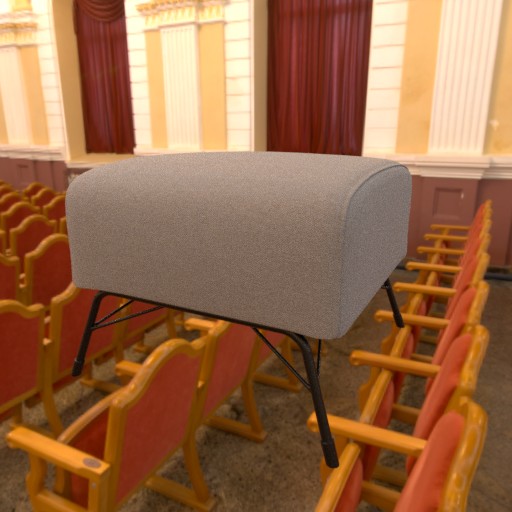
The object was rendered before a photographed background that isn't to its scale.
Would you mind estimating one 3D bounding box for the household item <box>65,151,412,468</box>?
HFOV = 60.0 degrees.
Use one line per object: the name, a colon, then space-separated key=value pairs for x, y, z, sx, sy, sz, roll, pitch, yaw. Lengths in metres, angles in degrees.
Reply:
household item: x=0.000 y=0.000 z=0.898 sx=0.530 sy=0.410 sz=0.530 roll=8 pitch=18 yaw=27
